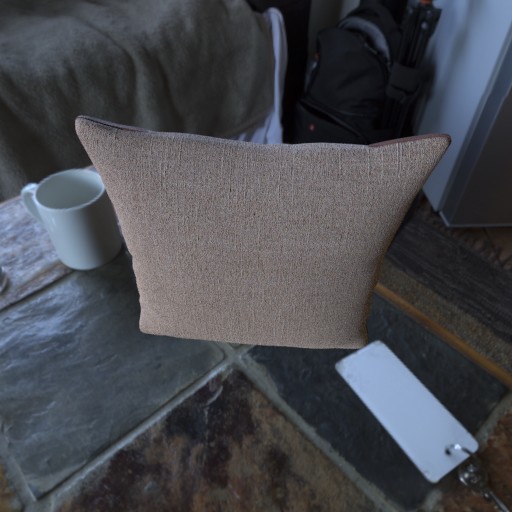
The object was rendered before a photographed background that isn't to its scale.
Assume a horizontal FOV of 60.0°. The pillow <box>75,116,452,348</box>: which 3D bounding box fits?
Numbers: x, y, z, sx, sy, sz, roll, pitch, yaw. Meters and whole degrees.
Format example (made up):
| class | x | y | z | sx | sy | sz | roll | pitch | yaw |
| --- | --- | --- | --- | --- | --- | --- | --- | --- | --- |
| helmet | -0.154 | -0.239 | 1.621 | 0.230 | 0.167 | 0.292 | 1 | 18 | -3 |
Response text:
| class | x | y | z | sx | sy | sz | roll | pitch | yaw |
| --- | --- | --- | --- | --- | --- | --- | --- | --- | --- |
| pillow | 0.000 | 0.000 | 0.669 | 0.437 | 0.448 | 0.147 | 3 | 47 | 3 |
